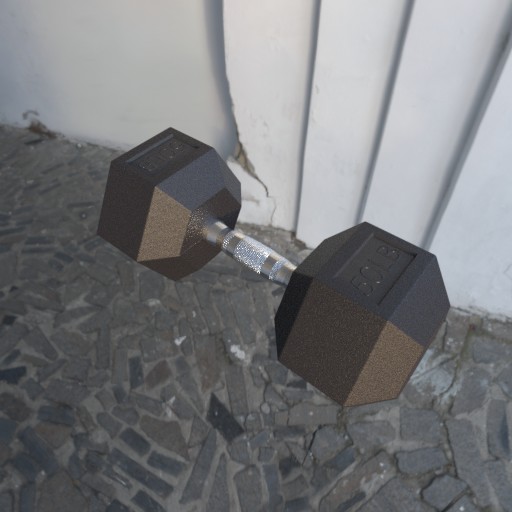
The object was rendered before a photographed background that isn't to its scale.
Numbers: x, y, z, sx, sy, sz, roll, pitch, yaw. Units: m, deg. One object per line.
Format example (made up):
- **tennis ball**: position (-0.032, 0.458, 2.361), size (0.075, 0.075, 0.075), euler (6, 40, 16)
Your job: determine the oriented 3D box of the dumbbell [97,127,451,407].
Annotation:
- **dumbbell**: position (0.000, 0.000, 0.479), size (0.384, 0.150, 0.173), euler (31, 54, 25)
